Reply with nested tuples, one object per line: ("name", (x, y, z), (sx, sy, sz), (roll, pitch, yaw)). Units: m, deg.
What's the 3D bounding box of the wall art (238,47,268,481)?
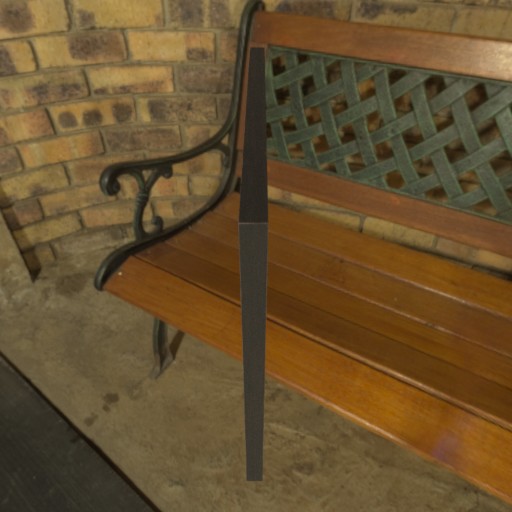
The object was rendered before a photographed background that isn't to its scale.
("wall art", (0.000, 0.000, 1.099), (0.038, 0.762, 0.762), (0, 41, 0))
